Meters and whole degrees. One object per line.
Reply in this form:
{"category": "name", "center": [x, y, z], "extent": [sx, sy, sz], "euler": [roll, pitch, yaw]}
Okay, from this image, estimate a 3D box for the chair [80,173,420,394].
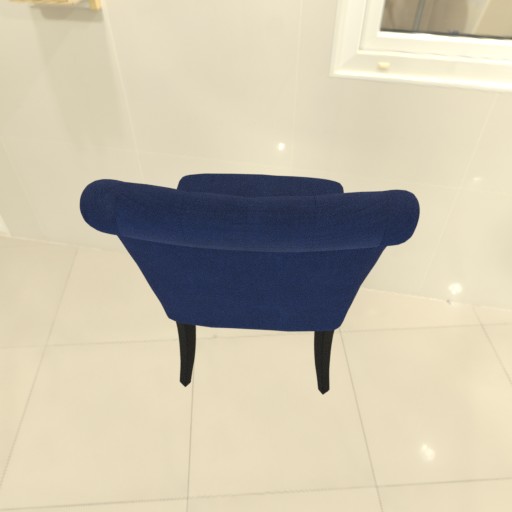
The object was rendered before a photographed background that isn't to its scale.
{"category": "chair", "center": [0.000, 0.000, 1.175], "extent": [0.585, 0.753, 0.606], "euler": [3, 45, 3]}
